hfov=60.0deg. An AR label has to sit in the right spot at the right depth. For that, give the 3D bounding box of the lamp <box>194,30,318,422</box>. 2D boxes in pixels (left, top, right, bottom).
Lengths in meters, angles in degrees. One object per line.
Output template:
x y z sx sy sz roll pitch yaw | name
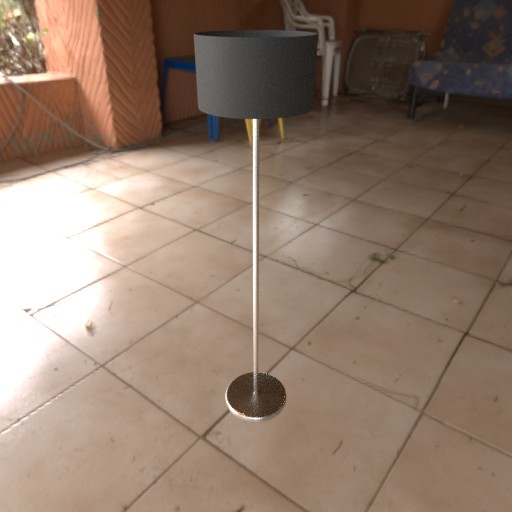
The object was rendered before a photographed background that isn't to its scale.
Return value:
0.000 0.000 1.605 0.348 1.443 0.348 20 35 31 | lamp
